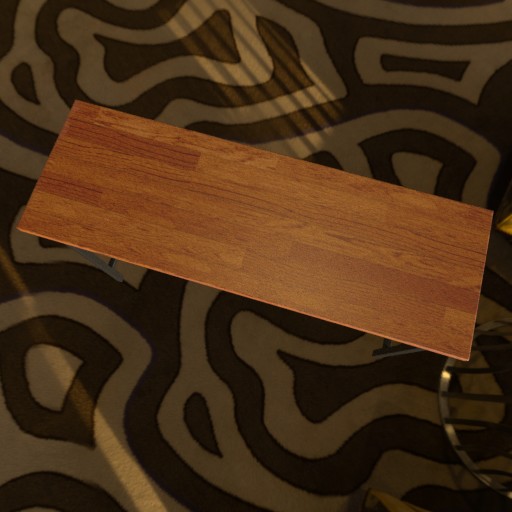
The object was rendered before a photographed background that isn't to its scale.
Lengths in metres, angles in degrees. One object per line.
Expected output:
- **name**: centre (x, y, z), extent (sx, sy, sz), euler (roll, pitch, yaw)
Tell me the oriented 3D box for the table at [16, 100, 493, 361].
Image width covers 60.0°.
- **table**: centre (0.000, 0.000, 1.534), extent (1.204, 0.740, 0.408), euler (16, 75, 4)
